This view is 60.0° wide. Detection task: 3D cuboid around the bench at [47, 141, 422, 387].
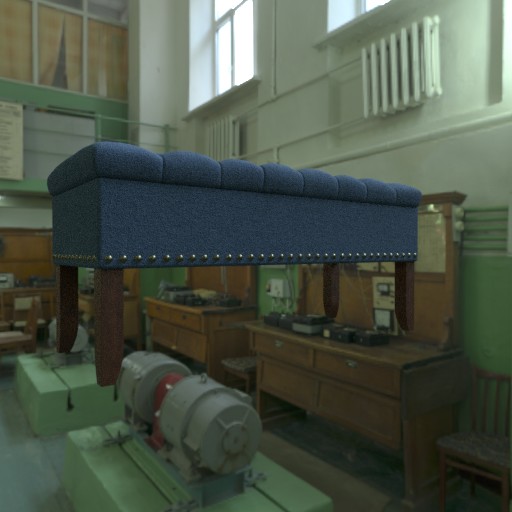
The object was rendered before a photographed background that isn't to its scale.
[{"bbox_3d":[0.000,0.000,1.298,1.052,0.492,0.417,-1,1,-36],"label":"bench"}]
